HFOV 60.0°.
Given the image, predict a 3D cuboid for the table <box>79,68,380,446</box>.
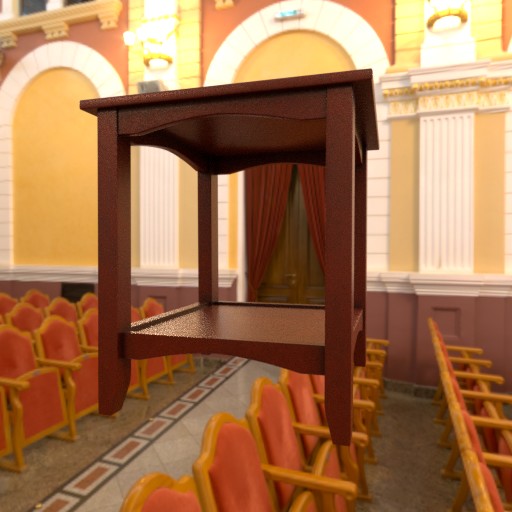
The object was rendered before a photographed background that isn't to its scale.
[{"bbox_3d":[0.000,0.000,0.957,0.522,0.558,0.523,1,2,19],"label":"table"}]
